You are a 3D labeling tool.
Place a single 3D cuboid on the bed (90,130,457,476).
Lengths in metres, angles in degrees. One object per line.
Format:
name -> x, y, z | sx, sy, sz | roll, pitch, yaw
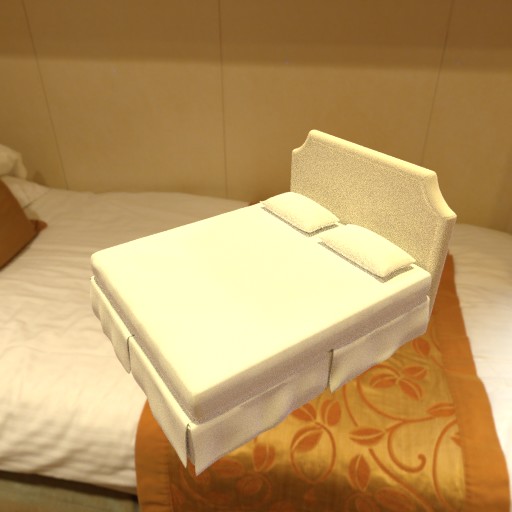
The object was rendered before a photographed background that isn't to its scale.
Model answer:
bed -> 0.000, 0.000, 4.213 | 2.773, 1.590, 2.350 | -20, 37, -29
